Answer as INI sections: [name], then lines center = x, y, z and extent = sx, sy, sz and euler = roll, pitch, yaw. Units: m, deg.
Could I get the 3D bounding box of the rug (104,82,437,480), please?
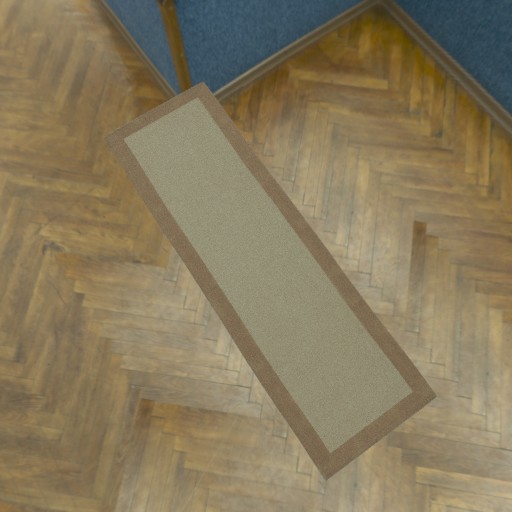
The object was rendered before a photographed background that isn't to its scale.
[rug]
center = 0.000, 0.000, 2.641
extent = 0.767, 0.012, 2.430
euler = -33, 76, -9
